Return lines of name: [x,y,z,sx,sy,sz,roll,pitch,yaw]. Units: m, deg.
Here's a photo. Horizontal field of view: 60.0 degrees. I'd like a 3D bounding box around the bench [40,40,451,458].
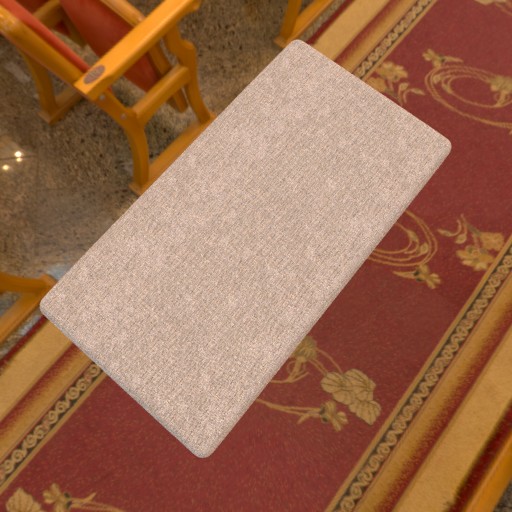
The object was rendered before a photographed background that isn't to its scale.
bench: [0.000,0.000,0.960,0.366,0.467,0.681,39,78,10]
